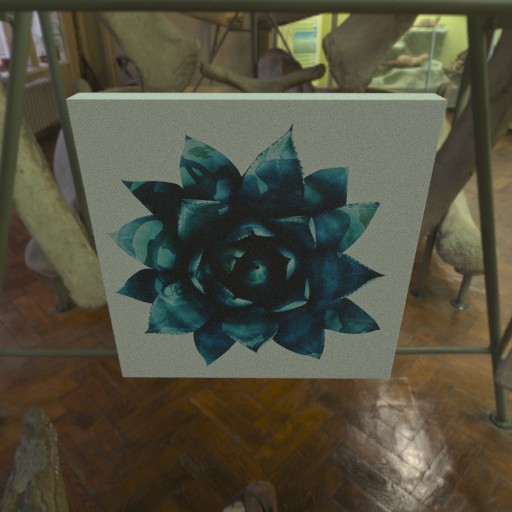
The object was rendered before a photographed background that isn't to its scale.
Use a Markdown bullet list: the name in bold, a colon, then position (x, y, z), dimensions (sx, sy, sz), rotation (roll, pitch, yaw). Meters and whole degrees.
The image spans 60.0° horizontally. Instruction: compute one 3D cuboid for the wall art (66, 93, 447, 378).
- **wall art**: position (0.000, 0.000, 0.590), dimensions (0.406, 0.406, 0.038), rotation (0, 30, 0)
